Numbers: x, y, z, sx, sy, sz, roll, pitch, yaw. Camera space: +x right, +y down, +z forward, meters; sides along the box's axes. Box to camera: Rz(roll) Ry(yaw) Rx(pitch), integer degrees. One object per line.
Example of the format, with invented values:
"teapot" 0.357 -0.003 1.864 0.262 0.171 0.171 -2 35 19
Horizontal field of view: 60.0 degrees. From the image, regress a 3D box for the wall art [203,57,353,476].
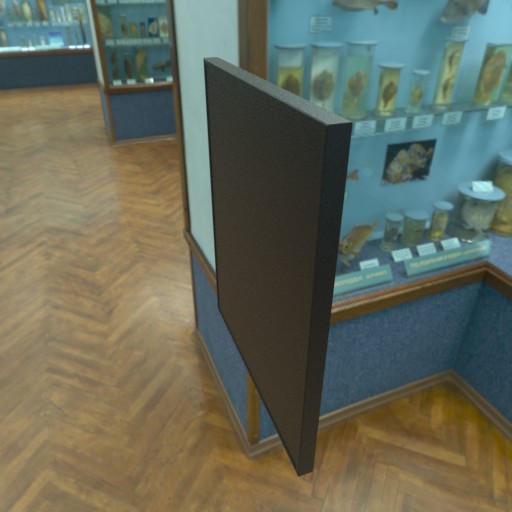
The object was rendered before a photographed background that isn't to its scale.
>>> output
"wall art" 0.000 0.000 0.736 0.028 0.551 0.451 -11 33 -17
